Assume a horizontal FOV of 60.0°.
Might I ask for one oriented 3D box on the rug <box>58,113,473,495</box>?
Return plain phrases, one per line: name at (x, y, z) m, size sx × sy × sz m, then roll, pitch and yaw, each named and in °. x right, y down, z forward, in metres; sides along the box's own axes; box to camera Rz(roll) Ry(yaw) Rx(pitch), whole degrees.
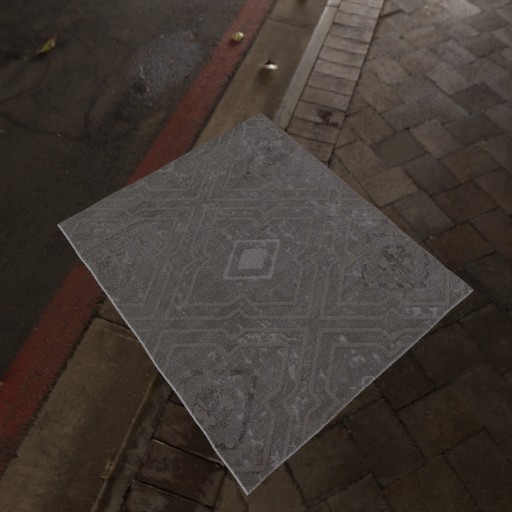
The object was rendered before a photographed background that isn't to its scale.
rug at (0.000, 0.000, 0.881) m, size 0.548 × 0.006 × 0.639 m, roll -34°, pitch 64°, yaw -19°
